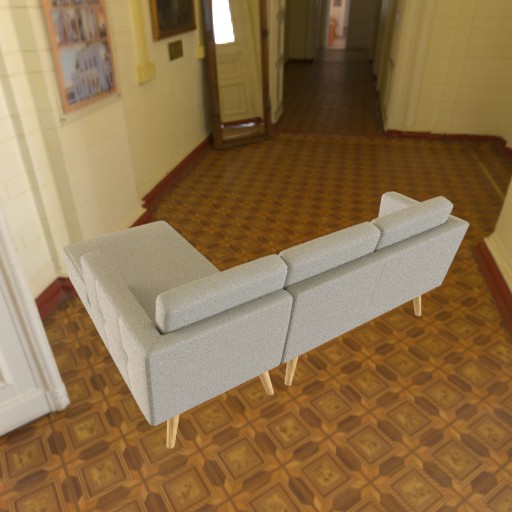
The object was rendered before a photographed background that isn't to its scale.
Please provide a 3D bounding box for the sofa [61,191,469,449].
[{"bbox_3d":[0.000,0.000,2.815,2.040,0.860,1.530,-19,36,-28],"label":"sofa"}]
